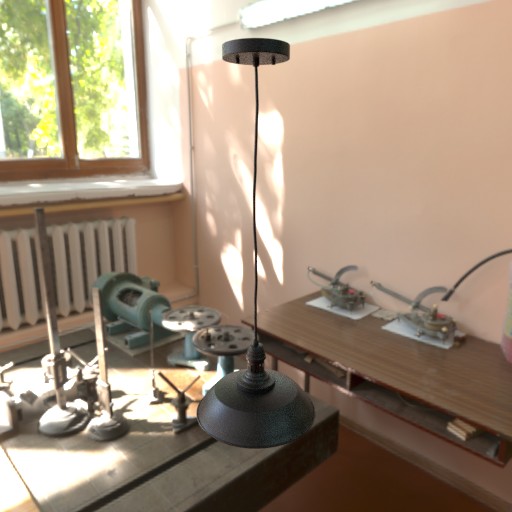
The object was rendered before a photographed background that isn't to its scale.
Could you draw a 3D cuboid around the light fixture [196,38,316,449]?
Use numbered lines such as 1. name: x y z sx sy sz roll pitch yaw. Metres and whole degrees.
1. light fixture: 0.000 0.000 1.136 0.331 0.993 0.331 -2 14 -9
